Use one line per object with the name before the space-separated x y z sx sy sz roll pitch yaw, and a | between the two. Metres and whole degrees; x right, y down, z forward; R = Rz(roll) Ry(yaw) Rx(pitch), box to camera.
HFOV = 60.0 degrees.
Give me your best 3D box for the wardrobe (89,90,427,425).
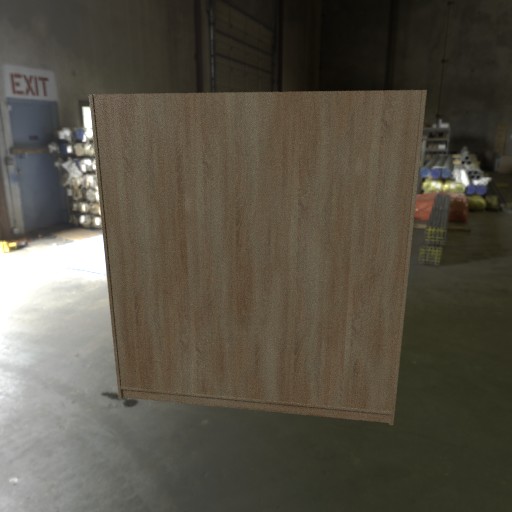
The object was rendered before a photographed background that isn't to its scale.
wardrobe | 0.000 0.000 3.170 1.998 2.159 0.598 2 16 9
